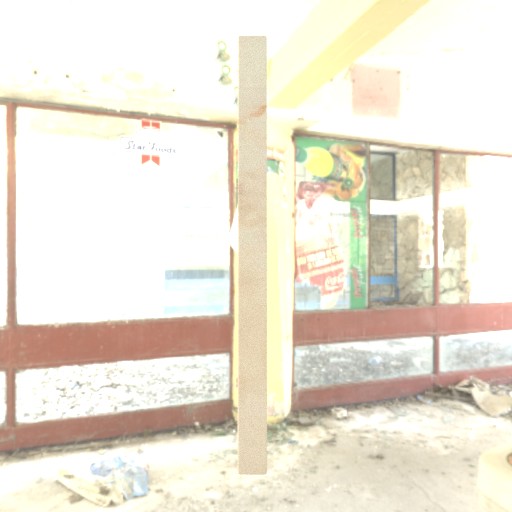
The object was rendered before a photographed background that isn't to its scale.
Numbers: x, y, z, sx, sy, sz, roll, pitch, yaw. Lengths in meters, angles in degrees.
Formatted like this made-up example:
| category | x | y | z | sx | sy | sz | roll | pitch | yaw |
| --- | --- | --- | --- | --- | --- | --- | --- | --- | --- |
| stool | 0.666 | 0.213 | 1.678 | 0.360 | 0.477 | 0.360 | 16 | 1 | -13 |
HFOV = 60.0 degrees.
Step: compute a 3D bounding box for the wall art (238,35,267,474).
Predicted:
| category | x | y | z | sx | sy | sz | roll | pitch | yaw |
| --- | --- | --- | --- | --- | --- | --- | --- | --- | --- |
| wall art | 0.000 | 0.000 | 1.599 | 0.071 | 1.061 | 1.061 | 0 | -1 | 1 |
